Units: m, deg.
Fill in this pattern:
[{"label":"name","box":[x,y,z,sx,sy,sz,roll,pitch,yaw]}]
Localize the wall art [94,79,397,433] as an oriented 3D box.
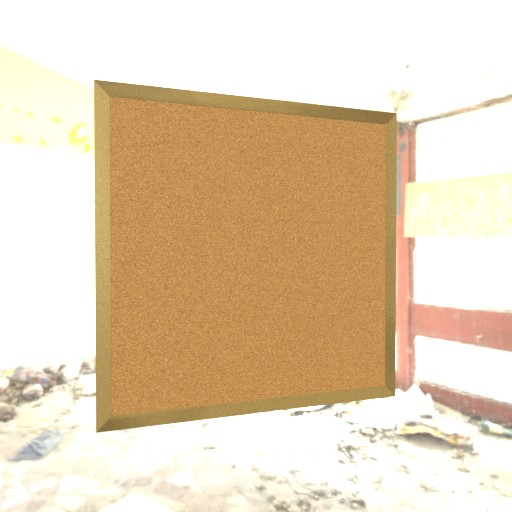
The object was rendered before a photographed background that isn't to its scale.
[{"label":"wall art","box":[0.000,0.000,0.447,0.304,0.305,0.038,0,1,-18]}]
